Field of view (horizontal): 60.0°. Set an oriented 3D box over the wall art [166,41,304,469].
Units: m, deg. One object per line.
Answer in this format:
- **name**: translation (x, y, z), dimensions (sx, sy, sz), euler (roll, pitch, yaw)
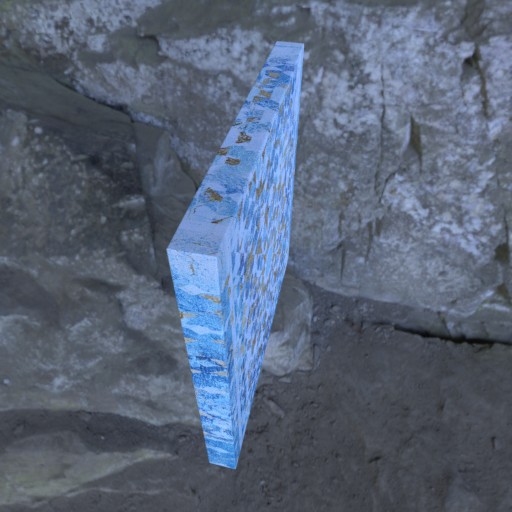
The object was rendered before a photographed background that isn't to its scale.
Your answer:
- **wall art**: translation (0.000, 0.000, 0.591), dimensions (0.037, 0.405, 0.405), euler (9, 46, 9)
